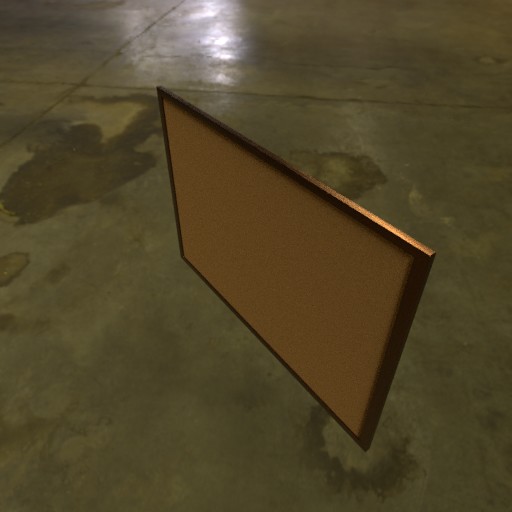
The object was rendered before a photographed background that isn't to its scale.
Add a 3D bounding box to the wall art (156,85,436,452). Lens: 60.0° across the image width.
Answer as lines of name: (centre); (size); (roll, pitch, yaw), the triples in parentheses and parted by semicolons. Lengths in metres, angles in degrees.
wall art: (0.000, 0.000, 1.038); (0.014, 0.559, 0.816); (-26, 46, -27)
